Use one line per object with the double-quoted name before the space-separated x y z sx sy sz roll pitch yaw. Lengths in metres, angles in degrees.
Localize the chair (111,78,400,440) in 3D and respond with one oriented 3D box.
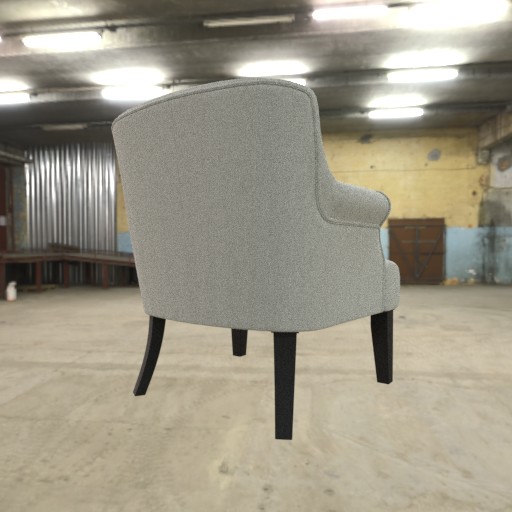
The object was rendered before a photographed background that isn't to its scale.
"chair" 0.000 0.000 1.451 0.781 0.875 0.750 1 2 36
